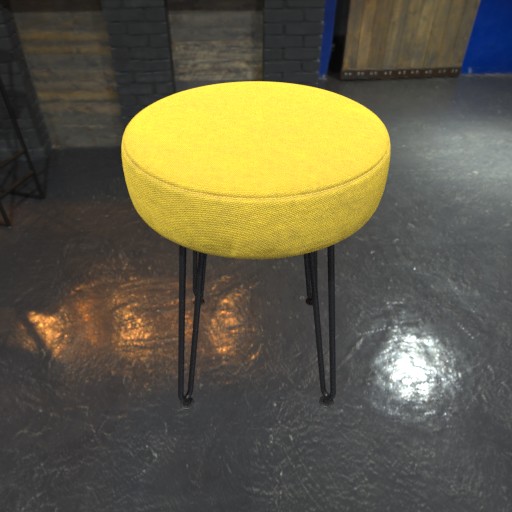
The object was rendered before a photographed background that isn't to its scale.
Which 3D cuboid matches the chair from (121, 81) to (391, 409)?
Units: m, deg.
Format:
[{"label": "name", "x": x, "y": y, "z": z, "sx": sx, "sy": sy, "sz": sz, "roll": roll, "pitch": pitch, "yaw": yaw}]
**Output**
[{"label": "chair", "x": 0.000, "y": 0.000, "z": 0.706, "sx": 0.345, "sy": 0.455, "sz": 0.345, "roll": -1, "pitch": 40, "yaw": -1}]
